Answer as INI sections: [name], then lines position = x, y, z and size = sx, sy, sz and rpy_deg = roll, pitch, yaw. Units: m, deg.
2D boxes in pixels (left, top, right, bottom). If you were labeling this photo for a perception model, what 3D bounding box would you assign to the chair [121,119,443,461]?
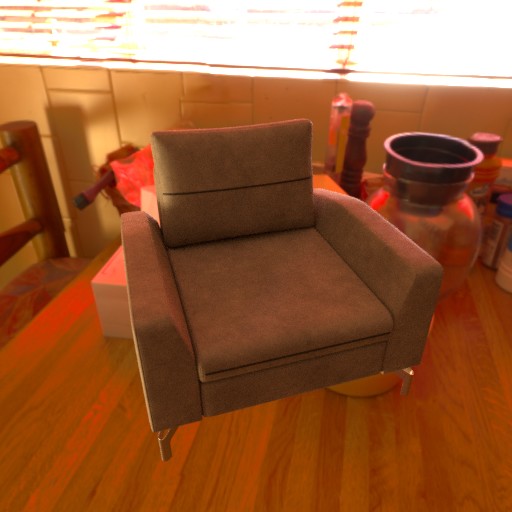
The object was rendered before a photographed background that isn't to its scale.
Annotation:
[chair]
position = 0.000, 0.000, 1.591
size = 0.900, 0.800, 0.900
rpy_deg = -9, 33, -15
